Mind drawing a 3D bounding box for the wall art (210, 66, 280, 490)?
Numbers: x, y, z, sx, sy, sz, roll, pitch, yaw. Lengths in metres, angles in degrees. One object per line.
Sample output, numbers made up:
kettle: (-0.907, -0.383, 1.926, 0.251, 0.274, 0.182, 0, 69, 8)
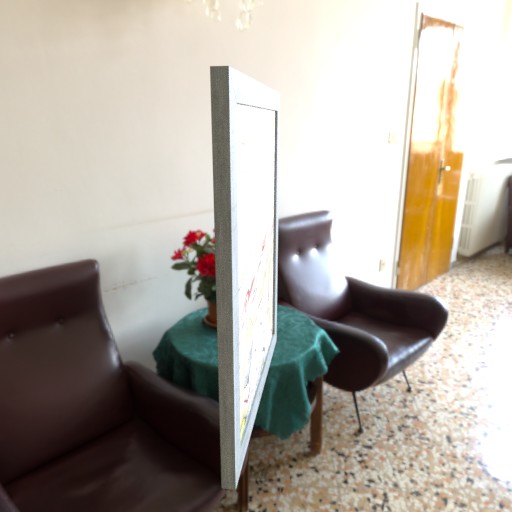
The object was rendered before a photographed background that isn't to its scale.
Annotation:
wall art: (0.000, 0.000, 0.801, 0.022, 0.582, 0.479, 3, 17, 9)
